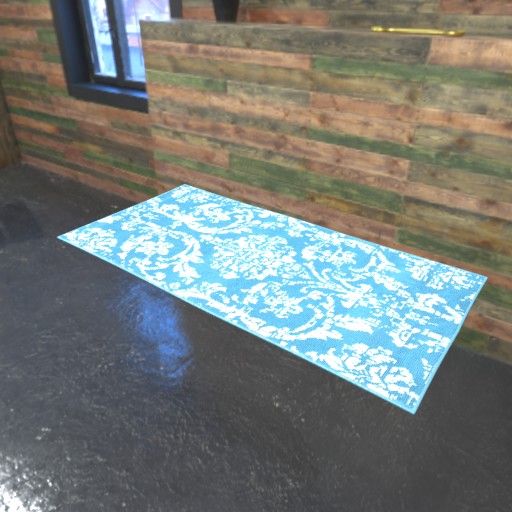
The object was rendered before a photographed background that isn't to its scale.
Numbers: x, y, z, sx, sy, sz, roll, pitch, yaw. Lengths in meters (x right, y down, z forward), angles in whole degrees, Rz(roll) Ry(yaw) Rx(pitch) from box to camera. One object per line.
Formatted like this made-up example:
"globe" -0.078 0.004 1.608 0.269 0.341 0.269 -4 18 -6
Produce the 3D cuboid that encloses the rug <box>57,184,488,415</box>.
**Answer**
"rug" 0.000 0.000 1.382 1.219 0.007 0.604 21 36 31
